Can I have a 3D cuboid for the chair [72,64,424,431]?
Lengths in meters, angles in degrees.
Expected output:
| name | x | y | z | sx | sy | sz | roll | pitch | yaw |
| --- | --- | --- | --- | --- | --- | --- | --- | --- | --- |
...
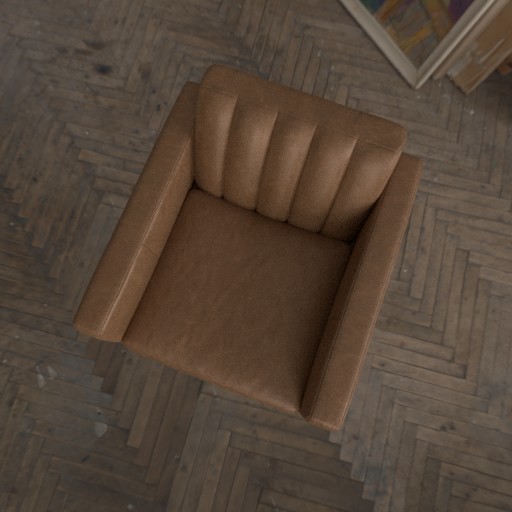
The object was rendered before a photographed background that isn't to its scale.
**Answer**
| name | x | y | z | sx | sy | sz | roll | pitch | yaw |
| --- | --- | --- | --- | --- | --- | --- | --- | --- | --- |
| chair | 0.000 | 0.000 | 1.707 | 0.953 | 0.819 | 0.998 | 20 | 77 | 5 |
